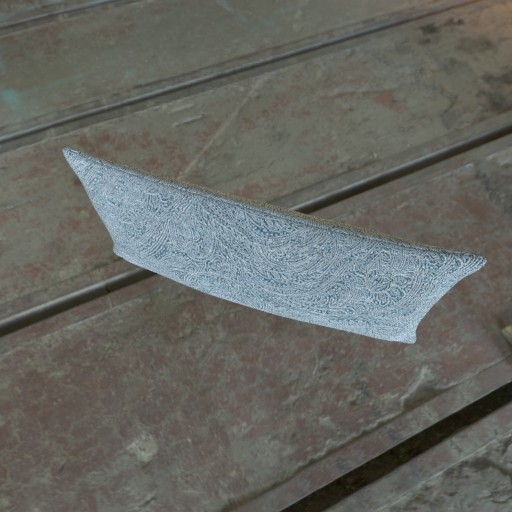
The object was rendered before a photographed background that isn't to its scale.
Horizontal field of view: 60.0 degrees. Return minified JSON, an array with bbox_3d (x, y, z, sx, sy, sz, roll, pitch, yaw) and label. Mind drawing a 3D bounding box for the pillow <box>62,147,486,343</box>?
[{"bbox_3d":[0.000,0.000,0.734,0.615,0.295,0.151,16,59,10],"label":"pillow"}]
